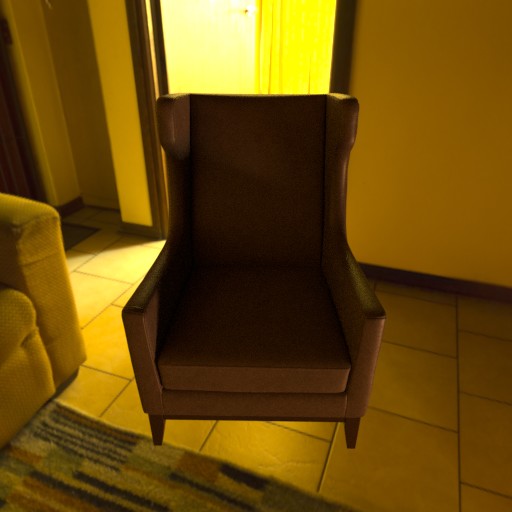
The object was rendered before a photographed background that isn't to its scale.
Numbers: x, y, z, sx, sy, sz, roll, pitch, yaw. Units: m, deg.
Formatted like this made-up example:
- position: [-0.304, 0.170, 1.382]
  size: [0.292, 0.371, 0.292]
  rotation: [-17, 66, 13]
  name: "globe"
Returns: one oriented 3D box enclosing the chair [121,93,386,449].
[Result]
- position: [0.000, 0.000, 1.641]
  size: [0.769, 1.079, 0.899]
  rotation: [1, 29, 1]
  name: "chair"
